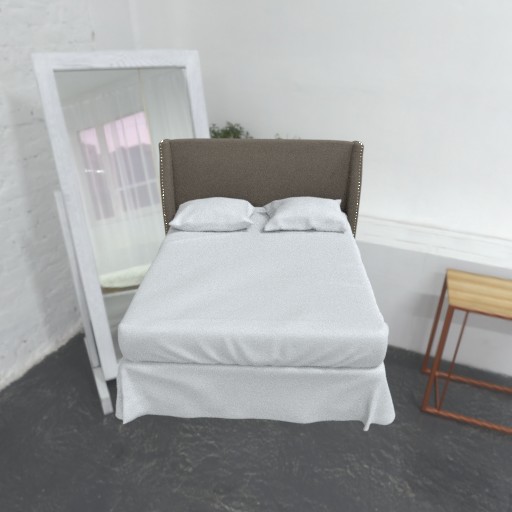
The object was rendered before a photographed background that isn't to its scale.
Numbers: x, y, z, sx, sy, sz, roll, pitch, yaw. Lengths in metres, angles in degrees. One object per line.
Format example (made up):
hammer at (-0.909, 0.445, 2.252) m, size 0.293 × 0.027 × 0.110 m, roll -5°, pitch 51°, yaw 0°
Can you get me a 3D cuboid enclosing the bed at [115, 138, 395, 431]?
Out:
bed at (0.000, 0.000, 3.525) m, size 1.925 × 1.332 × 2.276 m, roll 1°, pitch 28°, yaw 2°
